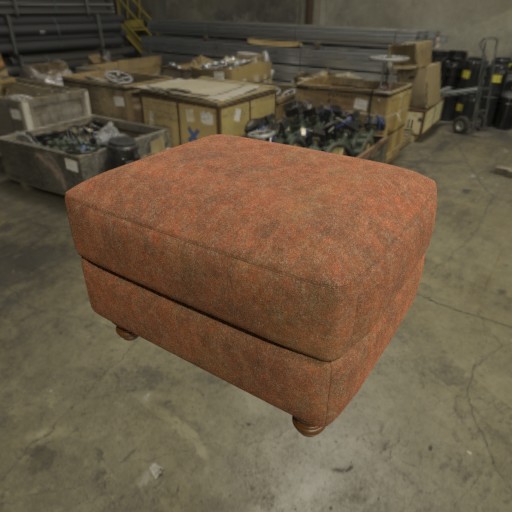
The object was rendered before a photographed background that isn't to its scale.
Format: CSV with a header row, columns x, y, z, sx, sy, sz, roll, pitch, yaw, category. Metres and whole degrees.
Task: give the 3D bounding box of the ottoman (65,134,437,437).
x,y,z,sx,sy,sz,roll,pitch,yaw,category
0.000,0.000,1.175,0.787,0.508,0.635,19,35,29,ottoman
